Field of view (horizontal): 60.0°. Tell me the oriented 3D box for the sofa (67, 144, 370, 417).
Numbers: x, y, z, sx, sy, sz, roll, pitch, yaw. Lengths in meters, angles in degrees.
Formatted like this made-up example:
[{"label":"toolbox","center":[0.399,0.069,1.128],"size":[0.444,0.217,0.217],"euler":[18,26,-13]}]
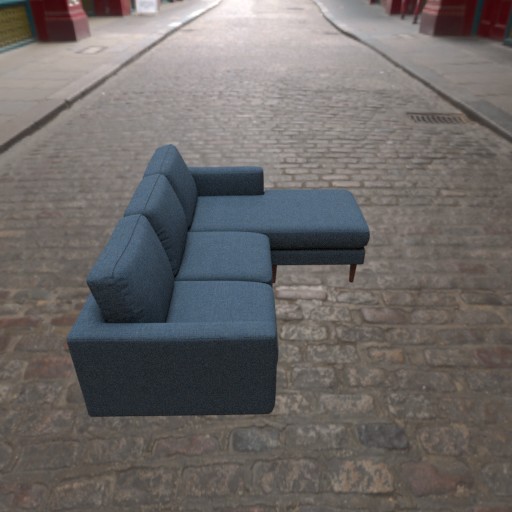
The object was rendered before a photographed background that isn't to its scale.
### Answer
[{"label":"sofa","center":[0.000,0.000,2.889],"size":[1.667,0.957,2.055],"euler":[0,32,-1]}]
